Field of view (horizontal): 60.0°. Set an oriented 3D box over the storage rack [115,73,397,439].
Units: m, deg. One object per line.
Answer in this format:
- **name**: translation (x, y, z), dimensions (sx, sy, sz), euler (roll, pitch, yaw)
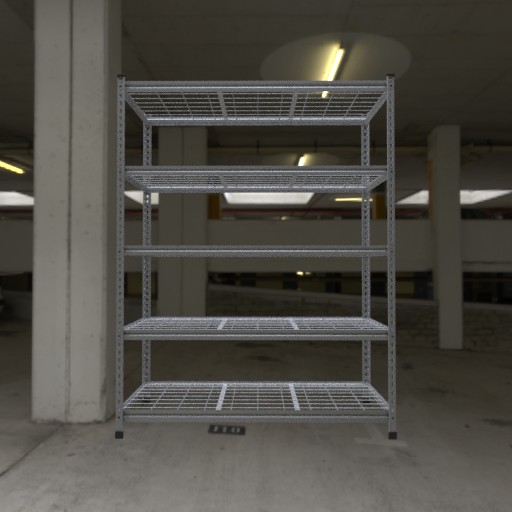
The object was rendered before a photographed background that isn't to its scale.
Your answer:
- **storage rack**: translation (0.000, 0.000, 2.705), dimensions (1.524, 1.981, 0.610), euler (0, -1, 0)
